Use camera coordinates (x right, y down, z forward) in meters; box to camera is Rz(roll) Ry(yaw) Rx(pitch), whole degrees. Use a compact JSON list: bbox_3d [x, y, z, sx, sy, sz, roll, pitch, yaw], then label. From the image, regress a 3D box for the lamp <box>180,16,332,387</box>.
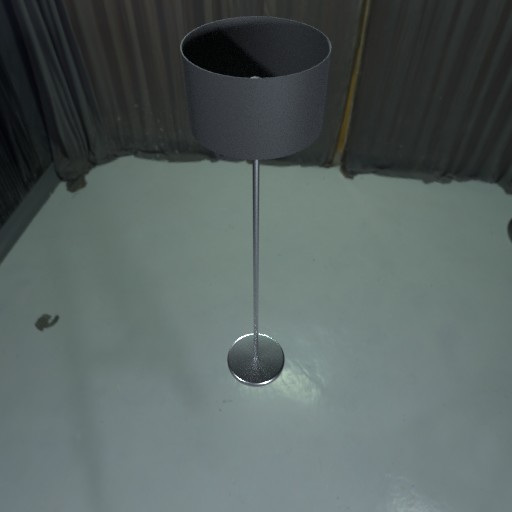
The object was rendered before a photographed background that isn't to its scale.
[{"bbox_3d":[0.000,0.000,1.554,0.348,1.443,0.348,4,47,4],"label":"lamp"}]
